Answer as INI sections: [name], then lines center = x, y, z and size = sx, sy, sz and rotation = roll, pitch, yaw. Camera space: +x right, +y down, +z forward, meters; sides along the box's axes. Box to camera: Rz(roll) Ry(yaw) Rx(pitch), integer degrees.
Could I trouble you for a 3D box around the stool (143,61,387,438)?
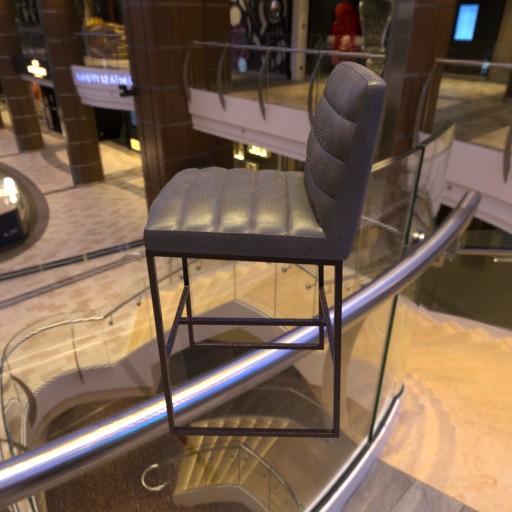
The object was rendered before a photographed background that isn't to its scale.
[stool]
center = 0.000, 0.000, 1.343
size = 0.562, 1.065, 0.463
rotation = 1, 28, 1
